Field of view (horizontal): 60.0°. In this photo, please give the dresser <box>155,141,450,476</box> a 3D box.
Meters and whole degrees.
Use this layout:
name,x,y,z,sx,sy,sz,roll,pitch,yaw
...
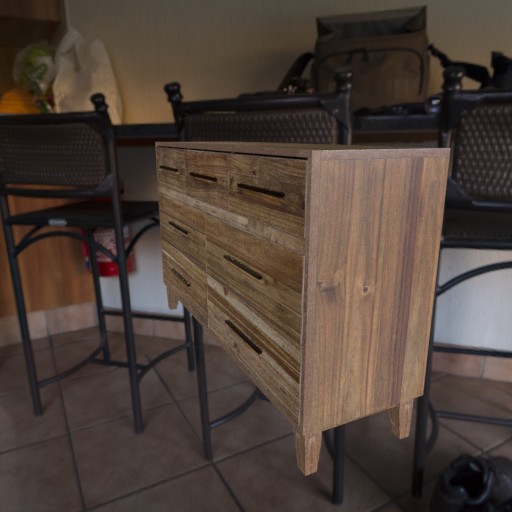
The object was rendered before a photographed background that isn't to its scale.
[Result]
name,x,y,z,sx,sy,sz,roll,pitch,yaw
dresser,0.000,0.000,1.782,0.446,0.873,1.400,-7,17,-25
